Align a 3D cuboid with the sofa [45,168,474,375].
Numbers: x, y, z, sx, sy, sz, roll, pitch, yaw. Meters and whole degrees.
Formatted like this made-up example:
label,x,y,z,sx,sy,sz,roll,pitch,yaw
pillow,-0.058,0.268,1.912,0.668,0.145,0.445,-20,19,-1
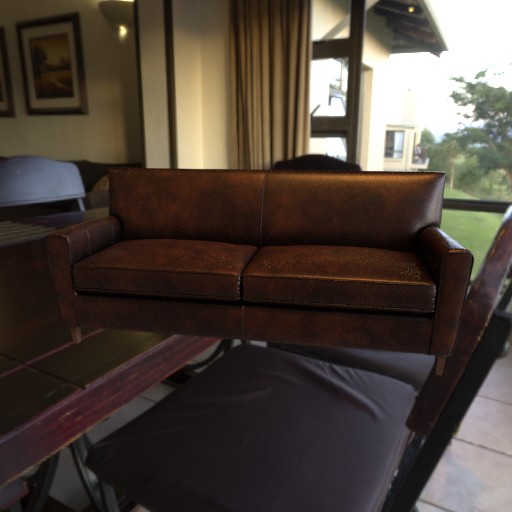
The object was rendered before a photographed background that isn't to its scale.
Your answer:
label,x,y,z,sx,sy,sz,roll,pitch,yaw
sofa,0.000,0.000,2.386,1.995,0.871,0.786,3,15,10
